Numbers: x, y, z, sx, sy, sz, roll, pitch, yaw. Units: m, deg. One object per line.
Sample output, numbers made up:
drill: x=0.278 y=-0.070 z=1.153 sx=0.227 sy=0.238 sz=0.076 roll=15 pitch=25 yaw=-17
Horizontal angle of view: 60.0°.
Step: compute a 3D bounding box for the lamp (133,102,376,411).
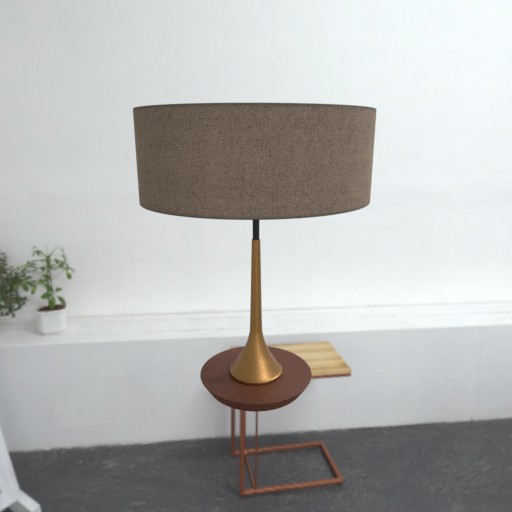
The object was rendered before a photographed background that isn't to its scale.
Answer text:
lamp: x=0.000 y=0.000 z=0.846 sx=0.417 sy=0.551 sz=0.396 roll=-8 pitch=18 yaw=-27
